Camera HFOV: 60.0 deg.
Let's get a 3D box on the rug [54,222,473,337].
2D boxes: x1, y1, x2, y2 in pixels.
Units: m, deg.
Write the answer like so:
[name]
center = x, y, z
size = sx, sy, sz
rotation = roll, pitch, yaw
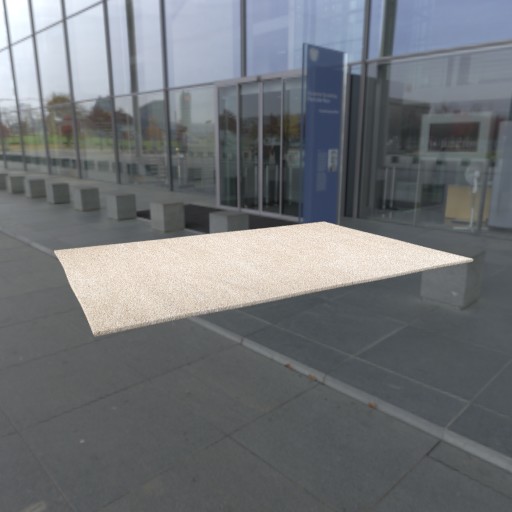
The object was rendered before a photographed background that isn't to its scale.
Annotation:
[rug]
center = 0.000, 0.000, 3.425
size = 2.699, 0.025, 1.800
rotation = -8, 17, -28
